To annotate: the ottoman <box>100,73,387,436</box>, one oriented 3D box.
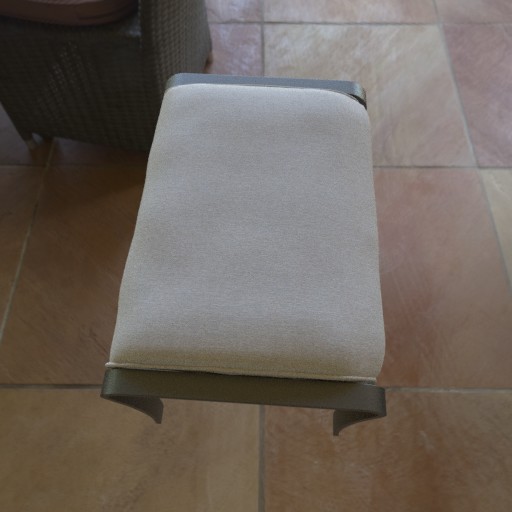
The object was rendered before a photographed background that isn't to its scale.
[{"bbox_3d":[0.000,0.000,0.881,0.406,0.422,0.610,3,64,2],"label":"ottoman"}]
